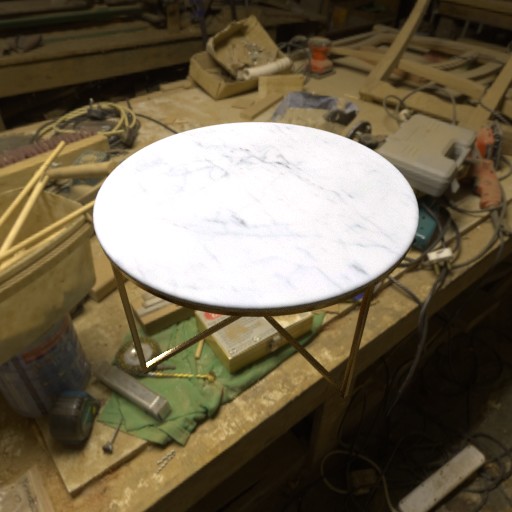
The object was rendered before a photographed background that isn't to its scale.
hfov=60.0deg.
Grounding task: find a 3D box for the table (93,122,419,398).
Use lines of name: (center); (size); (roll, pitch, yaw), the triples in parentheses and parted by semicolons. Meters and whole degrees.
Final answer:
table: (0.000, 0.000, 1.273); (0.800, 0.450, 0.800); (0, 41, 0)
